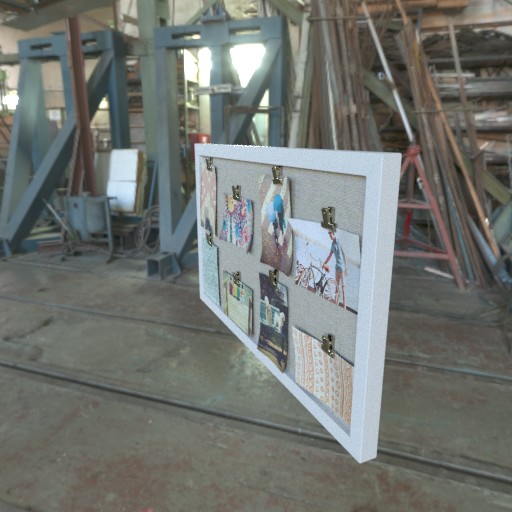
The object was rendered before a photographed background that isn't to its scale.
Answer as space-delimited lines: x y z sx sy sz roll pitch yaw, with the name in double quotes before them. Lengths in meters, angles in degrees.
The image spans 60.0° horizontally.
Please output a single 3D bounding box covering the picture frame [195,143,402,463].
"picture frame" 0.000 0.000 0.790 0.044 0.379 0.647 -7 17 -24
